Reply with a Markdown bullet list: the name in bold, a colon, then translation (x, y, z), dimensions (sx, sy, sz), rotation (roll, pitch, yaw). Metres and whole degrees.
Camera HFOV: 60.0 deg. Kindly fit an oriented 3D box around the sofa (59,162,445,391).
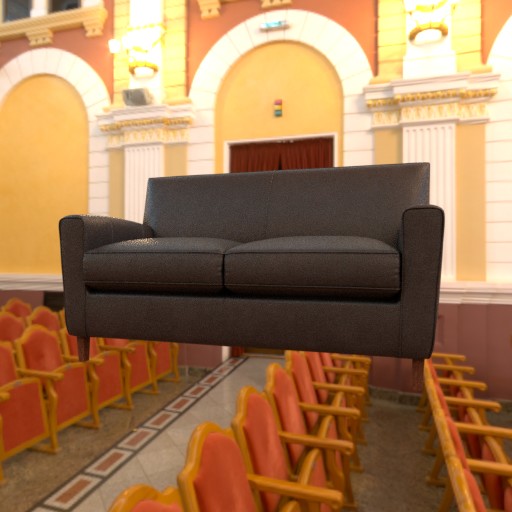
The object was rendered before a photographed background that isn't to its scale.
- **sofa**: translation (0.000, 0.000, 1.944), dimensions (1.473, 0.871, 0.787), rotation (0, 0, 17)
